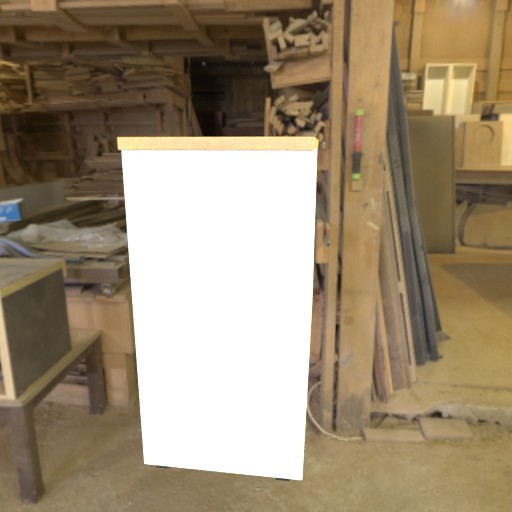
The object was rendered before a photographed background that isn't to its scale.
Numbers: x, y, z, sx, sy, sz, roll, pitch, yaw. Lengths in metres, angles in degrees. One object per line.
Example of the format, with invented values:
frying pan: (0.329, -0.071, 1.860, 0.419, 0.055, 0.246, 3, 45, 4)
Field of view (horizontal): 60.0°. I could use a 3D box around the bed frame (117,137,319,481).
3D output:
bed frame: (0.000, 0.000, 1.668, 0.430, 0.850, 1.300, 2, 14, 8)
